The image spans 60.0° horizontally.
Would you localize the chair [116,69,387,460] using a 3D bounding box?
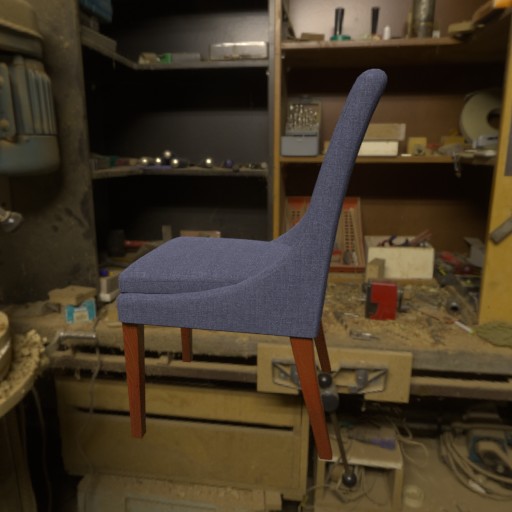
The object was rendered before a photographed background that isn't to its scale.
[{"bbox_3d":[0.000,0.000,1.303,0.655,0.952,0.508,2,14,9],"label":"chair"}]
